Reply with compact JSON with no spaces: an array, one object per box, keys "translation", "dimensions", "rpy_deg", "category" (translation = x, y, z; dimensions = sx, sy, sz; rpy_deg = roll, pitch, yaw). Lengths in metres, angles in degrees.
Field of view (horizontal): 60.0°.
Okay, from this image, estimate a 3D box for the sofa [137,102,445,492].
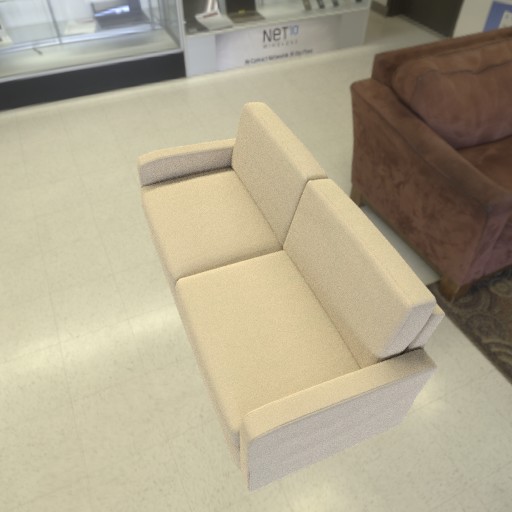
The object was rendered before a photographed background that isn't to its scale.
[{"translation":[0.000,0.000,2.257],"dimensions":[0.894,0.831,1.808],"rpy_deg":[-17,49,-15],"category":"sofa"}]
